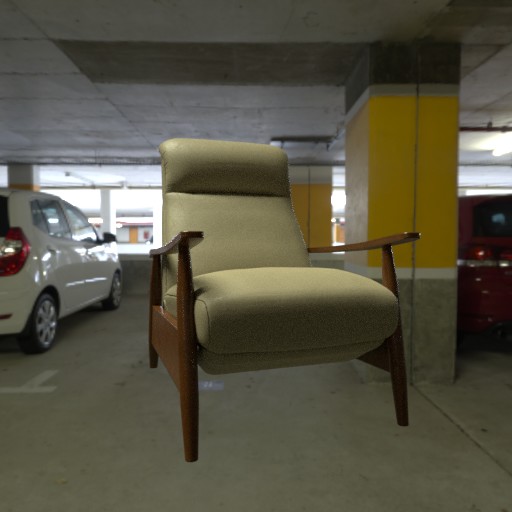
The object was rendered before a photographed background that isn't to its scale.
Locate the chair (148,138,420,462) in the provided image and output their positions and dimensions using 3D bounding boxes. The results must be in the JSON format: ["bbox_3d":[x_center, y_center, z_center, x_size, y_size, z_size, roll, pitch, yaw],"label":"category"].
[{"bbox_3d":[0.000,0.000,1.757,0.762,1.082,1.014,-1,2,-19],"label":"chair"}]
